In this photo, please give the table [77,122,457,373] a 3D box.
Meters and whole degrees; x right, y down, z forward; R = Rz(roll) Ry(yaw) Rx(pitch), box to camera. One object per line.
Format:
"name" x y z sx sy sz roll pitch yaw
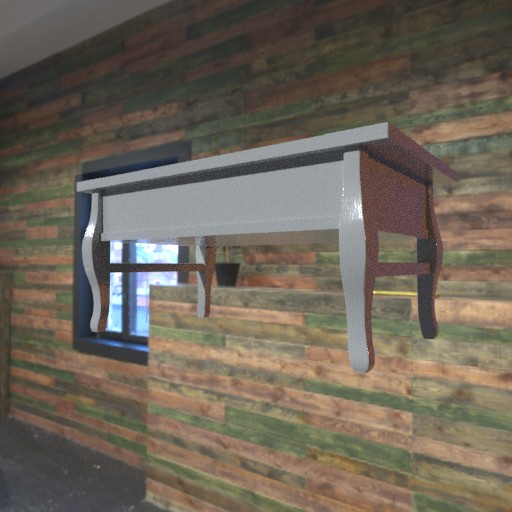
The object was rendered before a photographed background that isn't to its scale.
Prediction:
"table" 0.000 0.000 1.399 1.062 0.495 0.600 -1 -1 36
